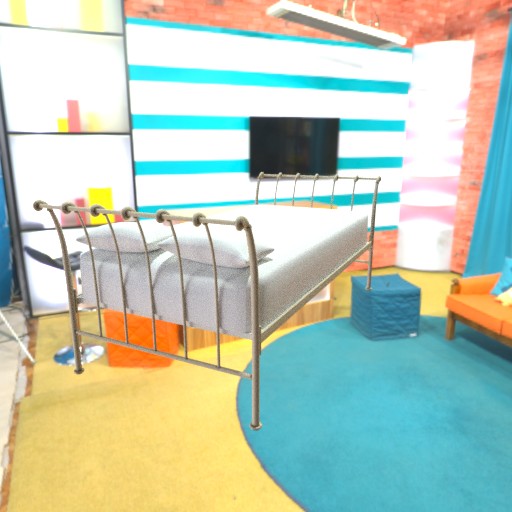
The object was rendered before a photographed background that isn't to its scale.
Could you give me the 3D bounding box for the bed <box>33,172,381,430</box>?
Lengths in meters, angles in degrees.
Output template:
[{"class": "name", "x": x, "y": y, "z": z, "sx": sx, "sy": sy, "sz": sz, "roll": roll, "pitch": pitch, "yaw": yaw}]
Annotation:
[{"class": "bed", "x": 0.000, "y": 0.000, "z": 2.719, "sx": 1.032, "sy": 0.873, "sz": 2.228, "roll": 7, "pitch": 16, "yaw": 26}]
